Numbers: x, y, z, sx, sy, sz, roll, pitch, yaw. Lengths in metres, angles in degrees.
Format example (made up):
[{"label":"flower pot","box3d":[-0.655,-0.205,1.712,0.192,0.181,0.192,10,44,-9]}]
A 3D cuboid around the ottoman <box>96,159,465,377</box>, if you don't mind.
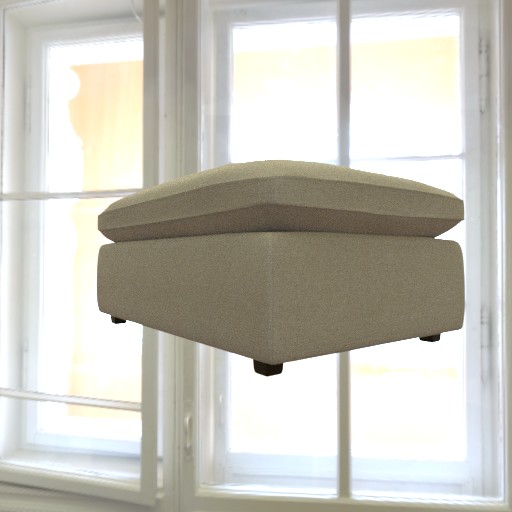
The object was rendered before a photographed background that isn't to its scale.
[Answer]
[{"label":"ottoman","box3d":[0.000,0.000,1.333,0.686,0.453,0.984,0,0,-37]}]
